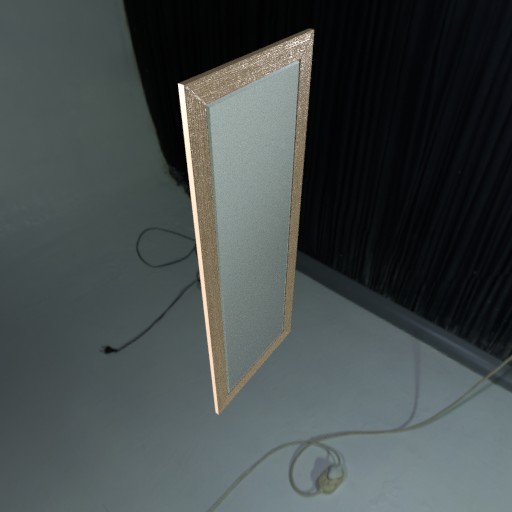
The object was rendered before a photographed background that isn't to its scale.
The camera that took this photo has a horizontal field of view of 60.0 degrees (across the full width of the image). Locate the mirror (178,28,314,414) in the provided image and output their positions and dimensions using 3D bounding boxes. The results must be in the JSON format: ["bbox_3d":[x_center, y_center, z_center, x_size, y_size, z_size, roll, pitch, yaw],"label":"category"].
[{"bbox_3d":[0.000,0.000,2.335,0.026,2.031,0.812,26,47,26],"label":"mirror"}]
